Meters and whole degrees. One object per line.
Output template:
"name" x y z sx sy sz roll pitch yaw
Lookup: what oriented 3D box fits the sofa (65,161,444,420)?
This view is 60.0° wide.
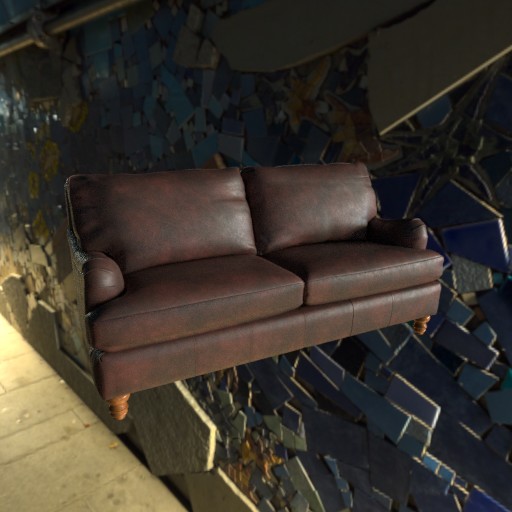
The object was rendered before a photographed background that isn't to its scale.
"sofa" 0.000 0.000 2.771 2.144 1.071 1.147 -8 18 -26
